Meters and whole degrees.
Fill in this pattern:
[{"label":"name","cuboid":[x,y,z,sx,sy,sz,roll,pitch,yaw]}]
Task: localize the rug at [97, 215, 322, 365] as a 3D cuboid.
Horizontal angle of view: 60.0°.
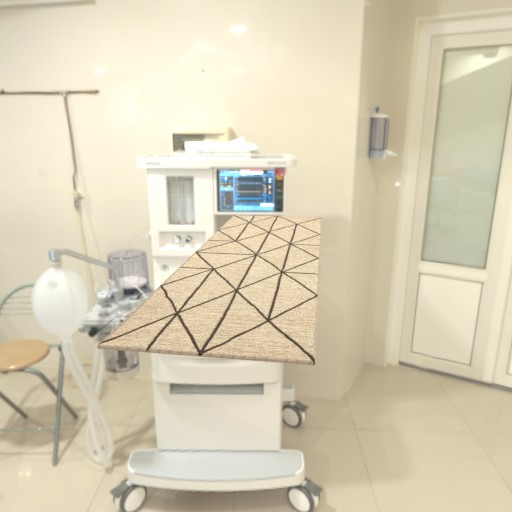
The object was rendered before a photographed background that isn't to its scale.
[{"label":"rug","cuboid":[0.000,0.000,2.659,0.762,0.012,2.438,2,16,8]}]
